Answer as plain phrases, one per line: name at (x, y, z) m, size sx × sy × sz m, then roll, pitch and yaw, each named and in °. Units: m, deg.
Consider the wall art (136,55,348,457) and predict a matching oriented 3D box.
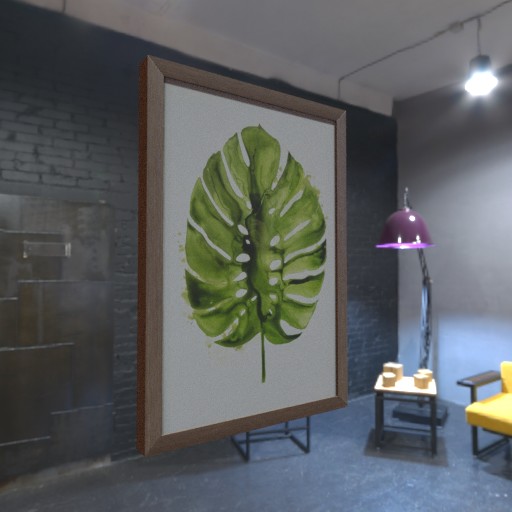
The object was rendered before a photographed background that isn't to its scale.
wall art at (0.000, 0.000, 0.675) m, size 0.358 × 0.510 × 0.032 m, roll 1°, pitch -2°, yaw -34°
